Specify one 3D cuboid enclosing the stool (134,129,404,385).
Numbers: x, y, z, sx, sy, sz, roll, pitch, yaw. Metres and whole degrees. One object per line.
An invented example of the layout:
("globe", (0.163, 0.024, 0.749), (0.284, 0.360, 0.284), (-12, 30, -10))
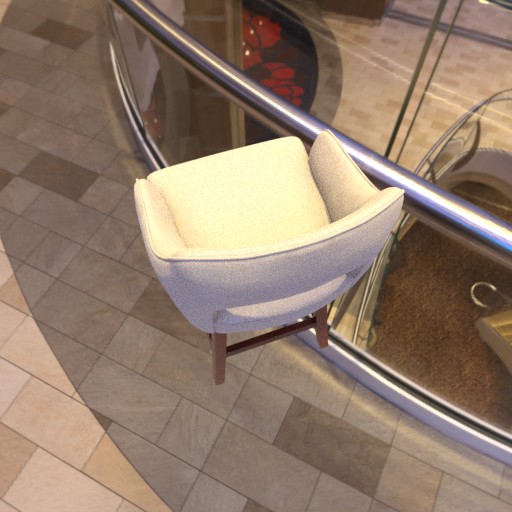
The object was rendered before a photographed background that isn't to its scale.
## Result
("stool", (0.000, 0.000, 1.255), (0.550, 0.936, 0.560), (-17, 61, -10))
